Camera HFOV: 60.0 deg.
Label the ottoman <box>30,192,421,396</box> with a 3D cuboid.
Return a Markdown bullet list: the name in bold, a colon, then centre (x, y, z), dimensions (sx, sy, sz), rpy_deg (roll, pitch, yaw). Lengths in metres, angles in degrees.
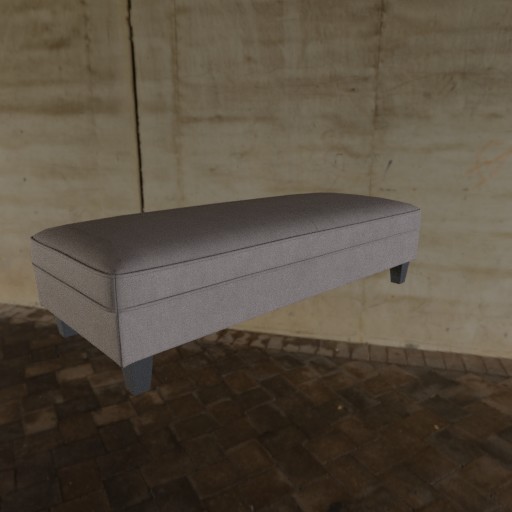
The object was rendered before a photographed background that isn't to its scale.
- **ottoman**: centre (0.000, 0.000, 2.054), dimensions (1.764, 0.470, 0.751), rpy_deg (-13, 20, -41)
